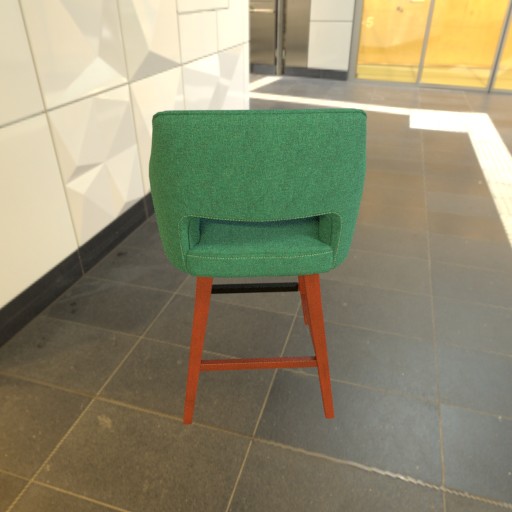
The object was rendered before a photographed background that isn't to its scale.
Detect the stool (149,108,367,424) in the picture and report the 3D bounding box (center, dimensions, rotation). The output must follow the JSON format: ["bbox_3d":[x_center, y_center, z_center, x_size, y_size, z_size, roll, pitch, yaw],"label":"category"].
[{"bbox_3d":[0.000,0.000,1.310,0.548,0.961,0.556,-1,31,-2],"label":"stool"}]
